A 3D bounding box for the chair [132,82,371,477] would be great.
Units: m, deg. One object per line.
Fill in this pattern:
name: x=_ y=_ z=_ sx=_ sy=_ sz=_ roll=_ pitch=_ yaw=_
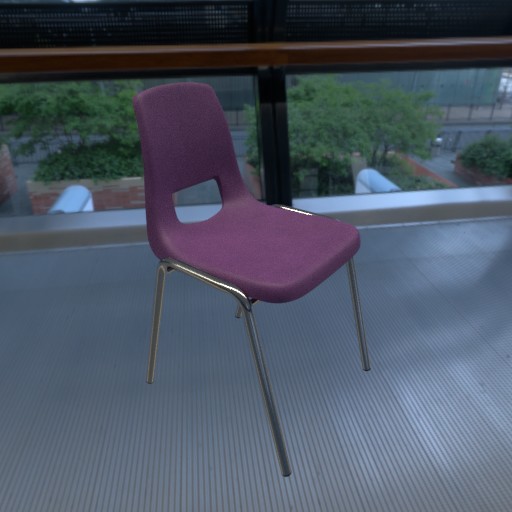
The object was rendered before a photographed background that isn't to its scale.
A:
chair: x=0.000 y=0.000 z=0.929 sx=0.432 sy=0.654 sz=0.381 roll=19 pitch=32 yaw=32
